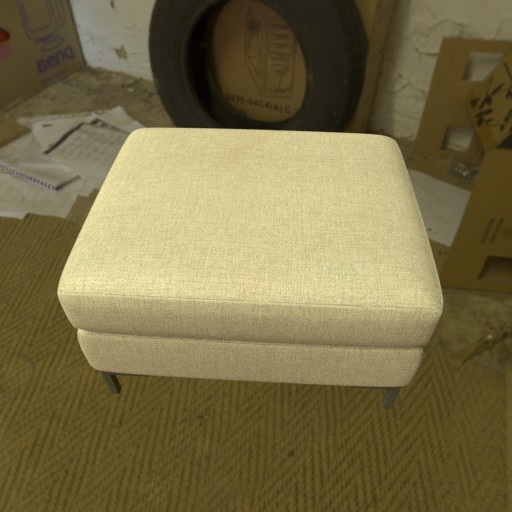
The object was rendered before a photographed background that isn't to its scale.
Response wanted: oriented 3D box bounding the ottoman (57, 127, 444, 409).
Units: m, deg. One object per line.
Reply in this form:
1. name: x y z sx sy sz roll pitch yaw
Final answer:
1. ottoman: 0.000 0.000 1.243 0.820 0.490 0.671 2 46 2
